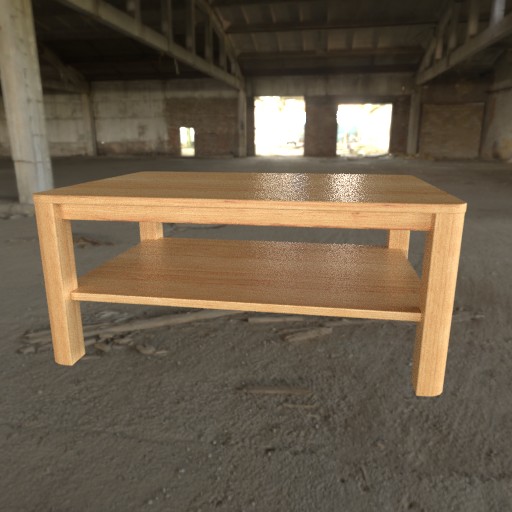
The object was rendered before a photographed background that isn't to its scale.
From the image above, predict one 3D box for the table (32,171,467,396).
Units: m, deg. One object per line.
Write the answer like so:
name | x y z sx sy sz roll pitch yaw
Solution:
table | 0.000 0.000 1.361 0.997 0.445 0.696 2 16 9
